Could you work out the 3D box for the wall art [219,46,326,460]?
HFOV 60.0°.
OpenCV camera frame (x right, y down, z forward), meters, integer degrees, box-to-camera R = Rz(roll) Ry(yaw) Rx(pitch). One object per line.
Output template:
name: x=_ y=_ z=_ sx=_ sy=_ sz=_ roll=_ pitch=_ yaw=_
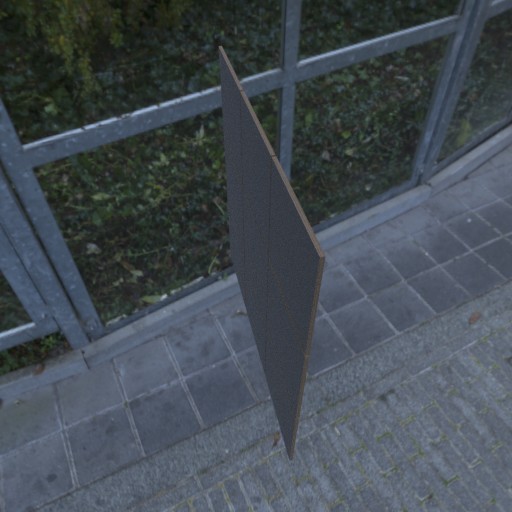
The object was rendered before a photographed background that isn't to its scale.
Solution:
wall art: x=0.000 y=0.000 z=1.812 sx=0.013 sy=1.216 sz=1.216 roll=-10 pitch=47 yaw=-10
